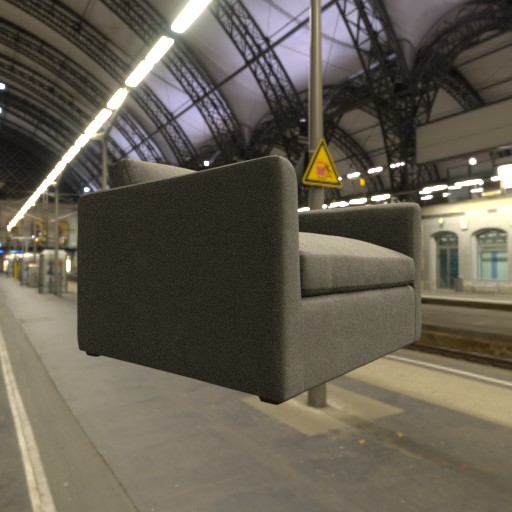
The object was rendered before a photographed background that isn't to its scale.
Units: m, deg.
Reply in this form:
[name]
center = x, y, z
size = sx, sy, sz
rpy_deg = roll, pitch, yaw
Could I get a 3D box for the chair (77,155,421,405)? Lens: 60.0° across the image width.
[chair]
center = 0.000, 0.000, 1.908
size = 1.091, 0.845, 1.190
rpy_deg = -1, -1, 37
